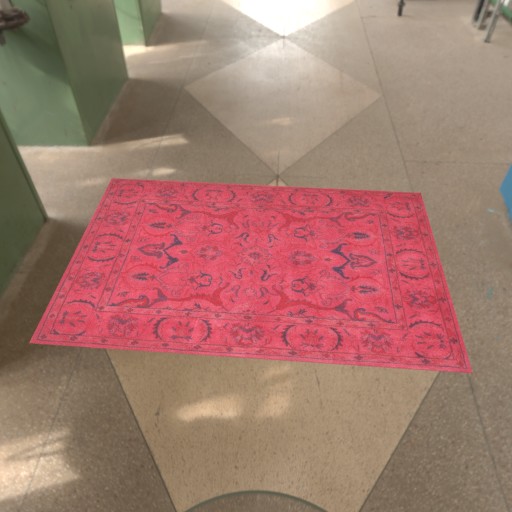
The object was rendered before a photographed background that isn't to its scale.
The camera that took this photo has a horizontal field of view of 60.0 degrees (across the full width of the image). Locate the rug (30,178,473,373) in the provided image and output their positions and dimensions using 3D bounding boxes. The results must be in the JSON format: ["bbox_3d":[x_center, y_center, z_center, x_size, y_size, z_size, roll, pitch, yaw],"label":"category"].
[{"bbox_3d":[0.000,0.000,2.941,2.423,0.010,1.534,3,46,3],"label":"rug"}]
